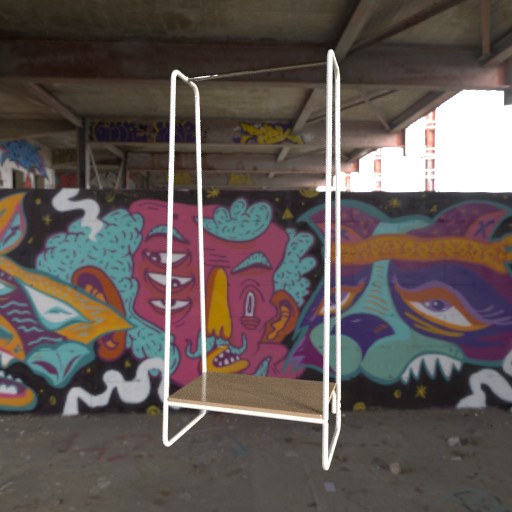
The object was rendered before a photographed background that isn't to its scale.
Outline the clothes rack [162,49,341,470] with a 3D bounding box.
[{"bbox_3d":[0.000,0.000,1.790,0.640,1.500,0.400,0,1,17],"label":"clothes rack"}]
